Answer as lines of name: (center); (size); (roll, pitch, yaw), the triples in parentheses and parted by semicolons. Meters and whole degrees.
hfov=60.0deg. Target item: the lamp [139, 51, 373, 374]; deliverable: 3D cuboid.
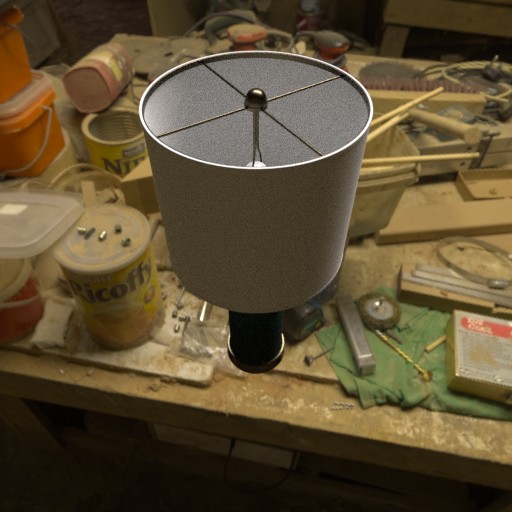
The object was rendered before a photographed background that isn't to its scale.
lamp: (0.000, 0.000, 0.799); (0.301, 0.630, 0.301); (9, 48, 8)
